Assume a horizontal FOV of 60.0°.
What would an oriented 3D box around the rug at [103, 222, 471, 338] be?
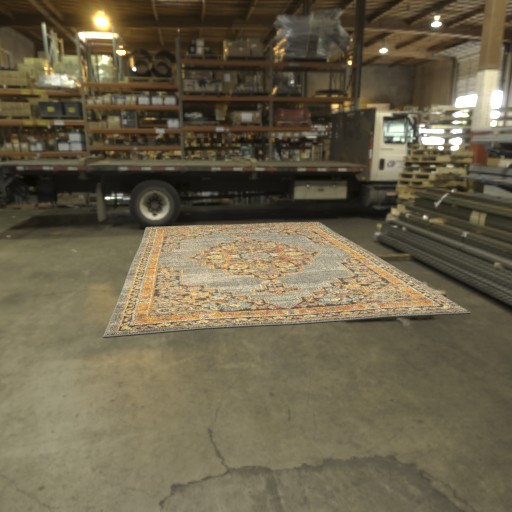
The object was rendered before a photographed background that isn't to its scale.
[{"bbox_3d":[0.000,0.000,3.980,2.158,0.024,3.063,-2,15,-9],"label":"rug"}]
